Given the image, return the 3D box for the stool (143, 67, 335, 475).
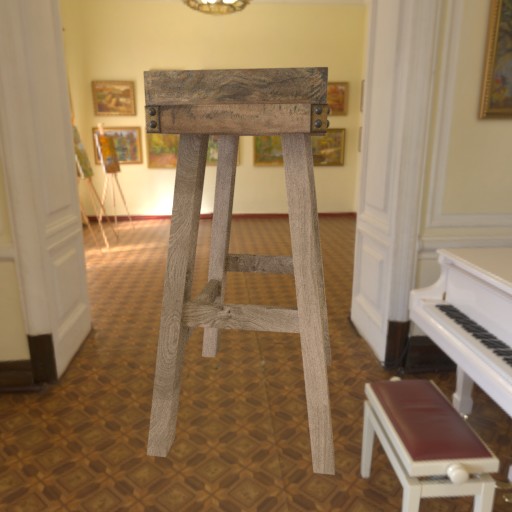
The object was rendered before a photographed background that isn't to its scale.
[{"bbox_3d":[0.000,0.000,0.888,0.330,0.635,0.450,2,15,8],"label":"stool"}]
